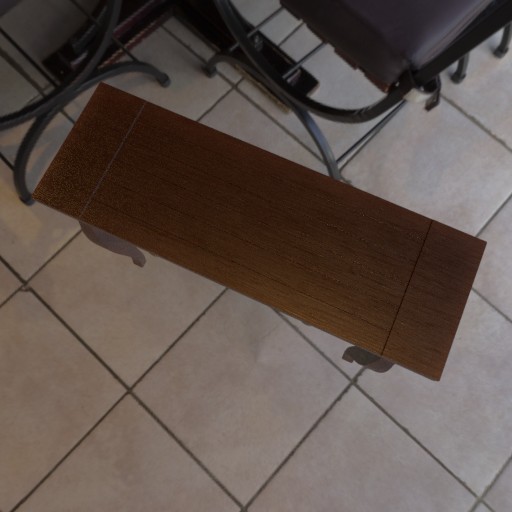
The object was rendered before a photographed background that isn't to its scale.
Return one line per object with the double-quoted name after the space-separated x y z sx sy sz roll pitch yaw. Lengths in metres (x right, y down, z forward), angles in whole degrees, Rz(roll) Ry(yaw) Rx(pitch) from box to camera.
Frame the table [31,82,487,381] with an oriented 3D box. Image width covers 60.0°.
0.000 0.000 1.454 1.062 0.768 0.373 24 78 6 "table"
